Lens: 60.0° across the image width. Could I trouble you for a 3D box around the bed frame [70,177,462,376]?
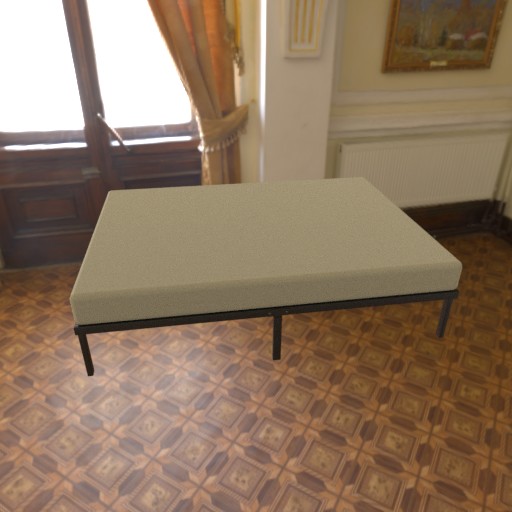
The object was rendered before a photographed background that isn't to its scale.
[{"bbox_3d":[0.000,0.000,3.837,2.842,0.680,2.205,-1,29,-2],"label":"bed frame"}]
